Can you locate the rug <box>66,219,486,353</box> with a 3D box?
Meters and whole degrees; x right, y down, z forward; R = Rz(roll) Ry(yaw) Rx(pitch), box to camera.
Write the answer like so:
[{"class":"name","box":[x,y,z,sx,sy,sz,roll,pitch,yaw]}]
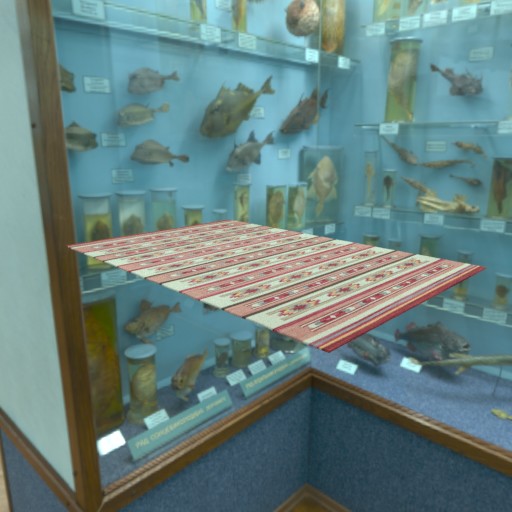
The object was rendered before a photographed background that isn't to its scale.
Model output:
[{"class":"rug","box":[0.000,0.000,2.273,1.223,0.008,1.817,-14,20,-43]}]
